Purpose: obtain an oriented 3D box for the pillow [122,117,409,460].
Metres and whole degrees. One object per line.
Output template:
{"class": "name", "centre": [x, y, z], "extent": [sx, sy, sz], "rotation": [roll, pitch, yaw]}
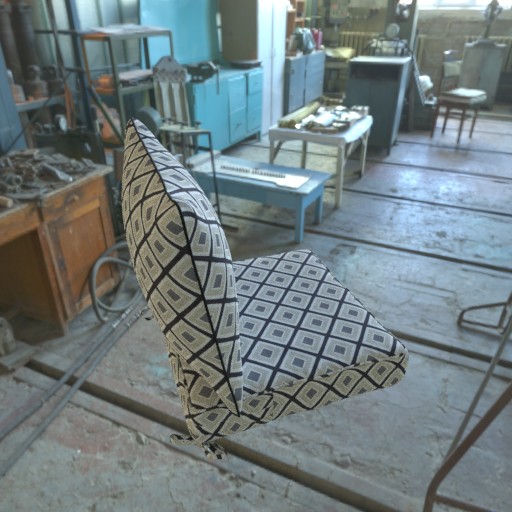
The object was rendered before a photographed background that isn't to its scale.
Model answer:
{"class": "pillow", "centre": [0.000, 0.000, 1.347], "extent": [0.733, 0.722, 0.798], "rotation": [-10, 31, -17]}
